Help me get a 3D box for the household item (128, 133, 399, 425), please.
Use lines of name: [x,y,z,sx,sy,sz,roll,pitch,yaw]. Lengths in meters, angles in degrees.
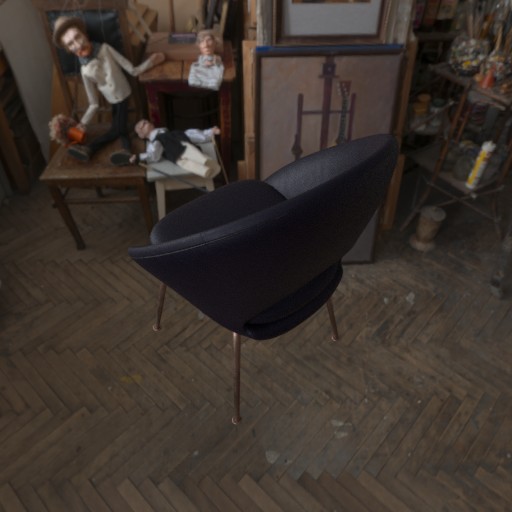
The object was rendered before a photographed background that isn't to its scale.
household item: [0.000,0.000,1.235,0.623,0.852,0.573,-32,54,-27]
